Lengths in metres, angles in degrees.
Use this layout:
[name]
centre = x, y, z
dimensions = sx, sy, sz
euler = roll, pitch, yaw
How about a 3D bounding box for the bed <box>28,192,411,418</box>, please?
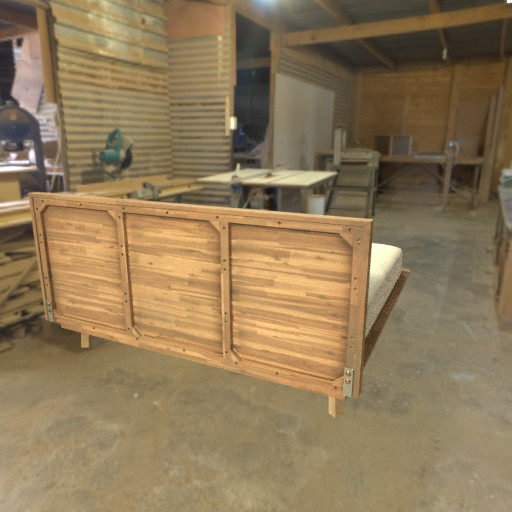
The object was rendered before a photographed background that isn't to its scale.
[bed]
centre = 0.000, 0.000, 3.402
dimensions = 2.116, 1.100, 2.167
euler = 7, 17, 25
